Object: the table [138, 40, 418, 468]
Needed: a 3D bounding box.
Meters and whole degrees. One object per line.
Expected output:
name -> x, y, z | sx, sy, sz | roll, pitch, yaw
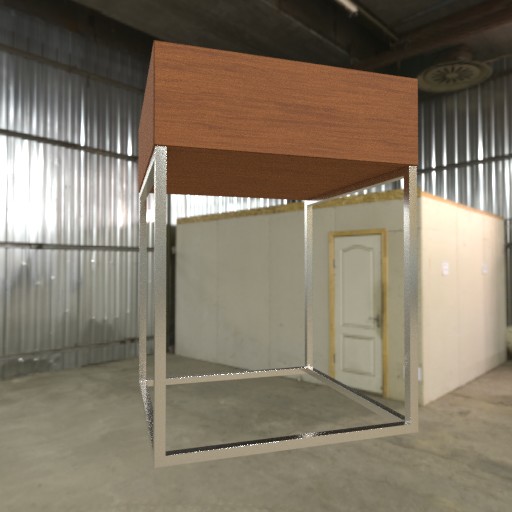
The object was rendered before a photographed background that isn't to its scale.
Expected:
table -> 0.000, 0.000, 0.807 | 0.397, 0.540, 0.398 | 0, -1, -18
